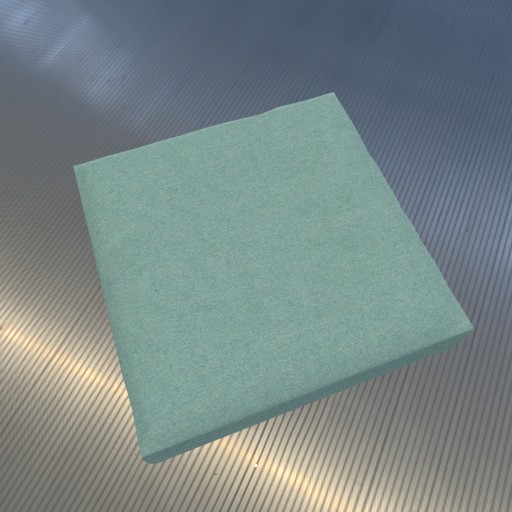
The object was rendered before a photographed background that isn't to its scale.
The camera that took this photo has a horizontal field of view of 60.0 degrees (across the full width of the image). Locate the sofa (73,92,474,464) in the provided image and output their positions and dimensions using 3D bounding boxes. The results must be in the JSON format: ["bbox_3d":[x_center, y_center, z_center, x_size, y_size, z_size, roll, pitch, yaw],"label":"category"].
[{"bbox_3d":[0.000,0.000,1.406,0.930,0.330,0.930,-18,66,-8],"label":"sofa"}]
